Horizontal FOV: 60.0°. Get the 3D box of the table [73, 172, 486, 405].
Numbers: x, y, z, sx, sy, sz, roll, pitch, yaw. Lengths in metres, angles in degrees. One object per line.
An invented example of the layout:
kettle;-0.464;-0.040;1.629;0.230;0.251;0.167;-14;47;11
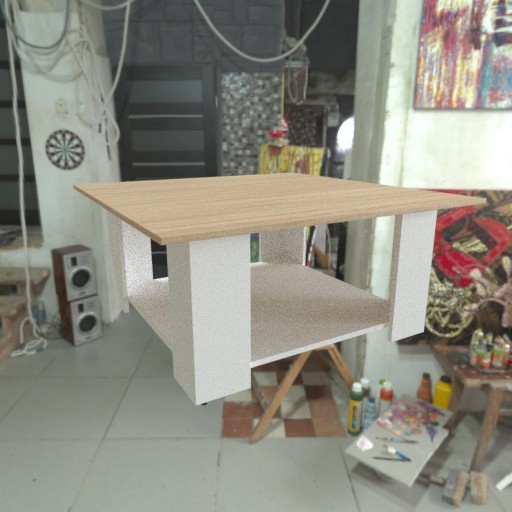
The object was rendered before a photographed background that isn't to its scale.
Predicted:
table;0.000;0.000;1.037;0.670;0.305;0.670;-9;18;-29
